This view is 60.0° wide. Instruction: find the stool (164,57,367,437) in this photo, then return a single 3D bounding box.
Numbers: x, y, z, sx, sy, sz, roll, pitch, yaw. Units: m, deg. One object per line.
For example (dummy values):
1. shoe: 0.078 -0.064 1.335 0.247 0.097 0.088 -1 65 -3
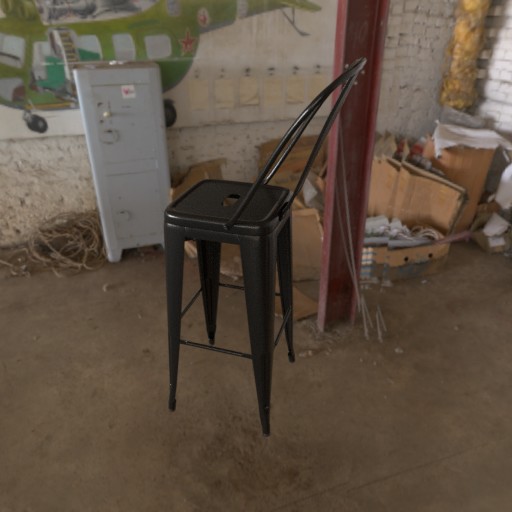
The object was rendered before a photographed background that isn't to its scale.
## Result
1. stool: 0.000 0.000 1.324 0.513 1.096 0.399 9 31 15
